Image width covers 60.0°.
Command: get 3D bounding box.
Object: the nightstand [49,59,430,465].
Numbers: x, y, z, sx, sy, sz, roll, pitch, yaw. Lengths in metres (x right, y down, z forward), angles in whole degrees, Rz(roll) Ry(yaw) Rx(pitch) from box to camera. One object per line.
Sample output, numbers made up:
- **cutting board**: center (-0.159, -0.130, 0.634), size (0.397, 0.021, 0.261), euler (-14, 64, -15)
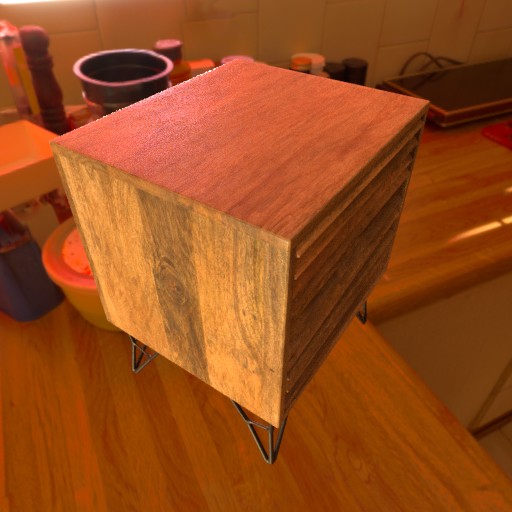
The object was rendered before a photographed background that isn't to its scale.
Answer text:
- **nightstand**: center (0.000, 0.000, 0.869), size (0.406, 0.559, 0.457), euler (24, 46, 25)
